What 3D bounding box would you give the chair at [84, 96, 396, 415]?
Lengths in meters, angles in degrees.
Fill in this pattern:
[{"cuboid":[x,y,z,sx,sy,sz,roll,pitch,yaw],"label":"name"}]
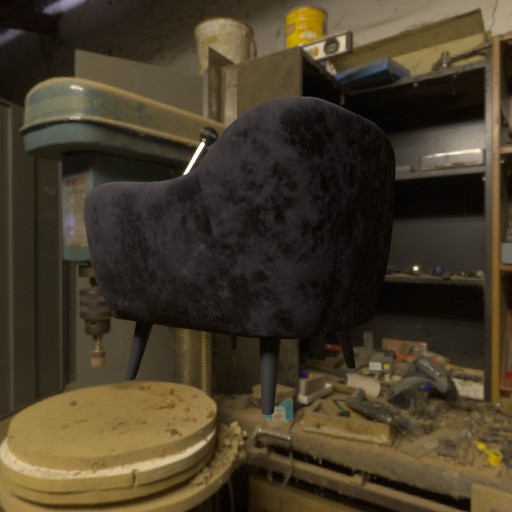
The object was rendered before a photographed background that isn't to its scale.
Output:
[{"cuboid":[0.000,0.000,1.500,0.819,0.807,0.840,0,1,35],"label":"chair"}]
